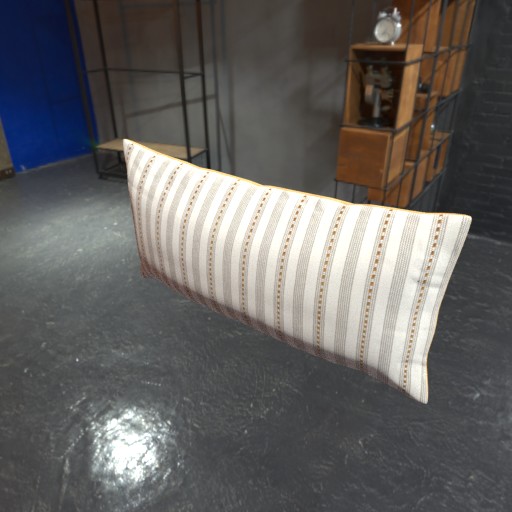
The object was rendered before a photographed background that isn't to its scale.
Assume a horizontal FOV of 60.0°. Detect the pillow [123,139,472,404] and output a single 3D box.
[{"bbox_3d":[0.000,0.000,0.725,0.608,0.291,0.151,19,34,31],"label":"pillow"}]
